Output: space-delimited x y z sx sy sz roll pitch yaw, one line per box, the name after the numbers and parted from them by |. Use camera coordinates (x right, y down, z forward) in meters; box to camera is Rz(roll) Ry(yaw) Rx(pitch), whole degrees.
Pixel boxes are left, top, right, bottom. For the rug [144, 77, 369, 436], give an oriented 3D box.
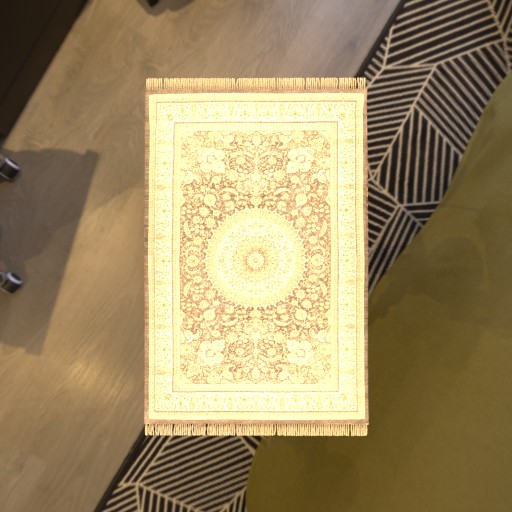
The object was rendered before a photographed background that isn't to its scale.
0.000 0.000 4.243 2.143 0.015 3.422 0 89 0 | rug
